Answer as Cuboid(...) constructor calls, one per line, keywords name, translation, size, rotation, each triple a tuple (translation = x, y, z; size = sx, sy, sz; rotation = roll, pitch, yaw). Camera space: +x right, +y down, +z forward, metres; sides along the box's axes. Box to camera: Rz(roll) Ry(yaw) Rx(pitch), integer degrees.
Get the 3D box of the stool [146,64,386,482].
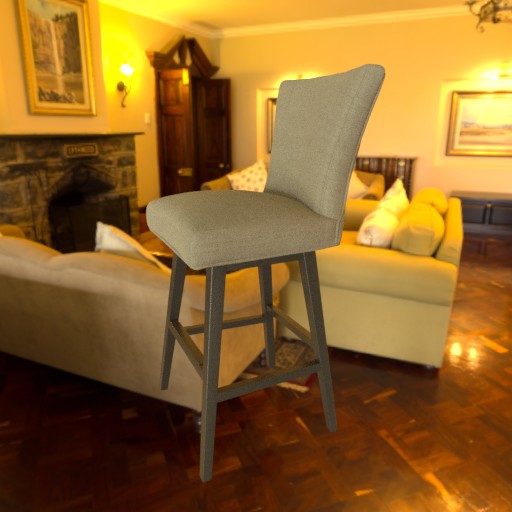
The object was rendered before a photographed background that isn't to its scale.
Cuboid(name="stool", translation=(0.000, 0.000, 1.389), size=(0.574, 1.086, 0.514), rotation=(-7, 18, -24))
